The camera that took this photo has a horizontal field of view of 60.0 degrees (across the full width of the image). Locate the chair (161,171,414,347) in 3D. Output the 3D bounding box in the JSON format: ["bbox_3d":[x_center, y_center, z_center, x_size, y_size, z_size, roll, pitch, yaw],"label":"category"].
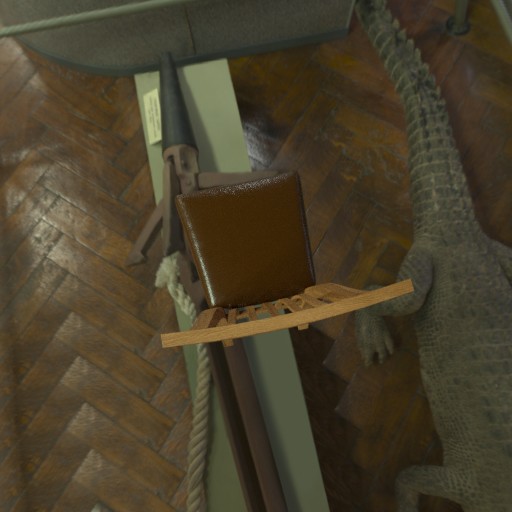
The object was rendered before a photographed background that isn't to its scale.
[{"bbox_3d":[0.000,0.000,1.349,0.450,1.050,0.580,-12,74,-4],"label":"chair"}]
